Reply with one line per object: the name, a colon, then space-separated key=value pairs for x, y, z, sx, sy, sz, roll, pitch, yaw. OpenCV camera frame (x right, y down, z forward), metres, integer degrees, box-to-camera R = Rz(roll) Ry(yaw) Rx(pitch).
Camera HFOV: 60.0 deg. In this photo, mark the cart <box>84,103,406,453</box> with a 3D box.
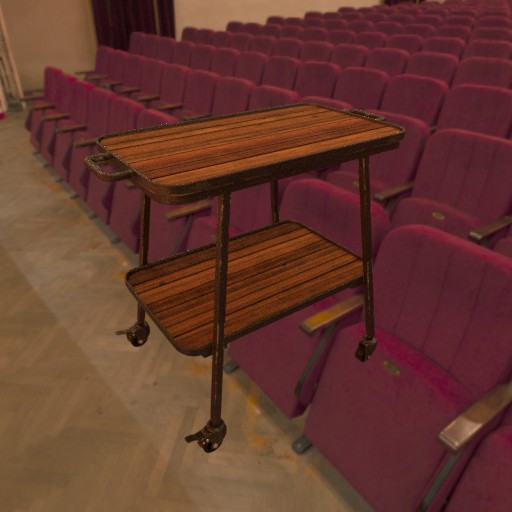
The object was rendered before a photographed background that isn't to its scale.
cart: x=0.000 y=0.000 z=1.263 sx=0.806 sy=0.700 sz=0.515 roll=-20 pitch=36 yaw=-30
